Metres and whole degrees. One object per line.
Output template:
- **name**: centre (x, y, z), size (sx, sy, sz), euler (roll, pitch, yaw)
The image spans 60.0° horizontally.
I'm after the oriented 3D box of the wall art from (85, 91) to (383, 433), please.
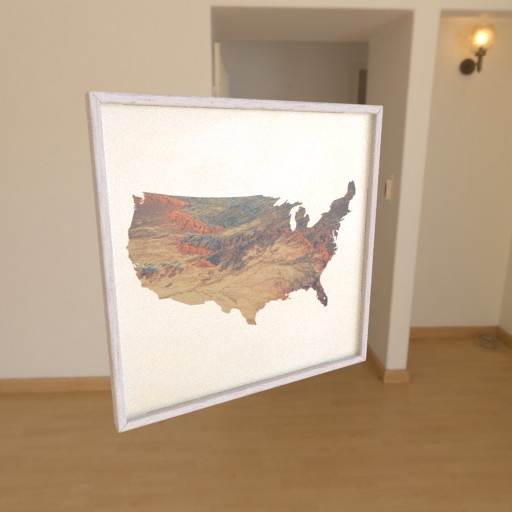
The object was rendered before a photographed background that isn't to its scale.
- **wall art**: centre (0.000, 0.000, 1.936), size (1.287, 1.288, 0.078), euler (-8, 16, -27)
